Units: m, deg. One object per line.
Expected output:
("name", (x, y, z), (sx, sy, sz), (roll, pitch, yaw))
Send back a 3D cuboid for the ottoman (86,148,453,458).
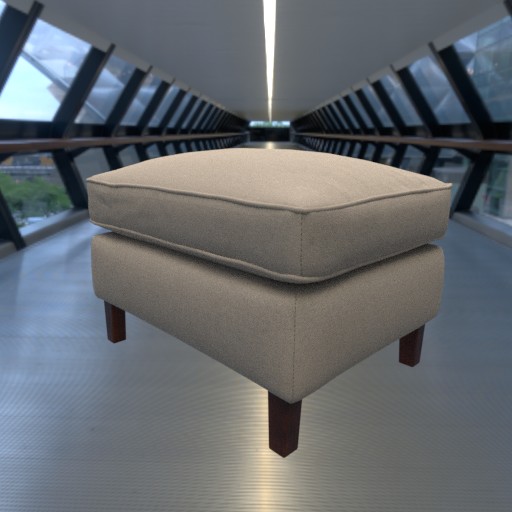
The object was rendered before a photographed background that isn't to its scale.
("ottoman", (0.000, 0.000, 0.968), (0.501, 0.456, 0.665), (-13, 20, -42))
